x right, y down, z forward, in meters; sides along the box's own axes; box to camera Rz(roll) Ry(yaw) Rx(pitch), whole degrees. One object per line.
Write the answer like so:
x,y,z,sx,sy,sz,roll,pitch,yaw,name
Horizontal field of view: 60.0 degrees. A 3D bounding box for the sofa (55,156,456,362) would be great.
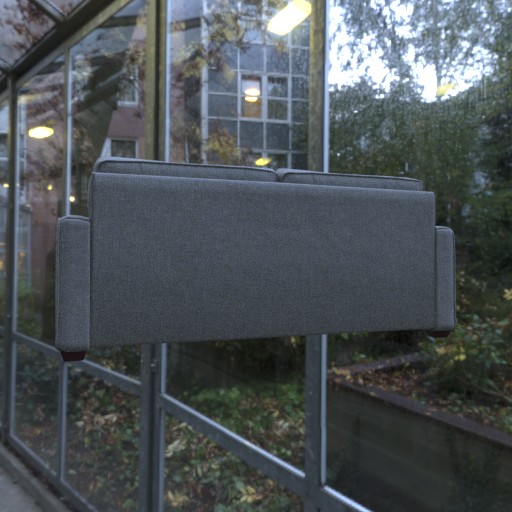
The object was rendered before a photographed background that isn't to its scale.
0.000,0.000,2.598,2.078,0.918,0.945,0,-1,-18,sofa
